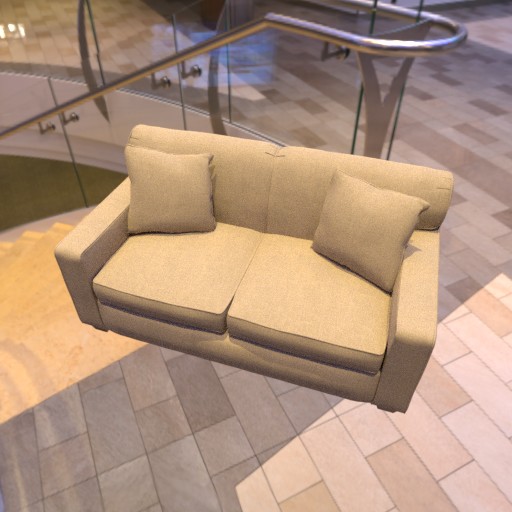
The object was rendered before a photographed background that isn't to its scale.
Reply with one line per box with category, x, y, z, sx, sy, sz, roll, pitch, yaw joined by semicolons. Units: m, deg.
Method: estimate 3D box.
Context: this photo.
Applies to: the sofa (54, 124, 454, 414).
sofa;0.000;0.000;2.423;1.846;0.958;0.998;12;43;14
